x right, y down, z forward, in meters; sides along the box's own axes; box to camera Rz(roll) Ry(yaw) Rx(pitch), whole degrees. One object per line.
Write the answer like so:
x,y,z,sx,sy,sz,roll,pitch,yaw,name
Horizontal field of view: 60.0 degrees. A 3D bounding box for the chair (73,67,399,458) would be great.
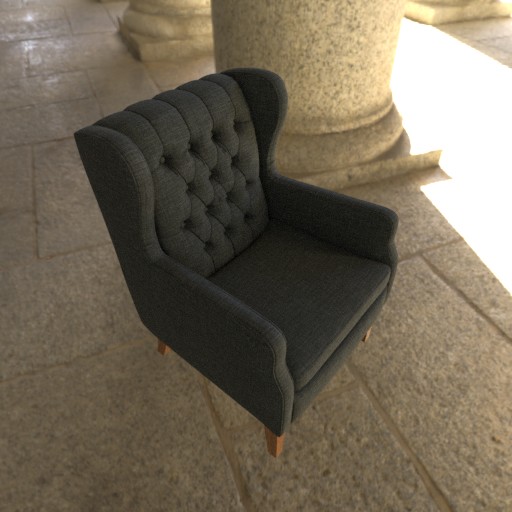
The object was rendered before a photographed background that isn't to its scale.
0.000,0.000,1.469,0.775,0.953,0.711,28,48,28,chair
